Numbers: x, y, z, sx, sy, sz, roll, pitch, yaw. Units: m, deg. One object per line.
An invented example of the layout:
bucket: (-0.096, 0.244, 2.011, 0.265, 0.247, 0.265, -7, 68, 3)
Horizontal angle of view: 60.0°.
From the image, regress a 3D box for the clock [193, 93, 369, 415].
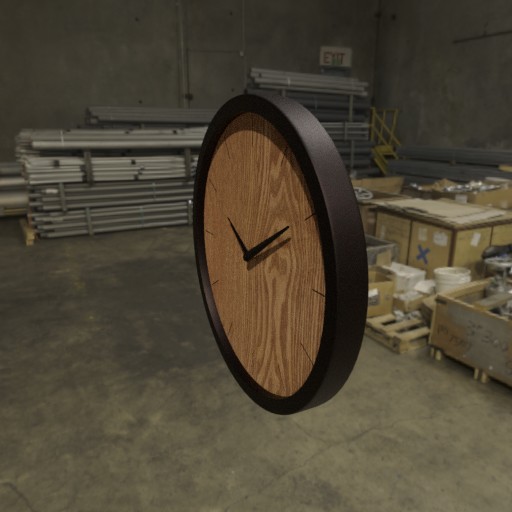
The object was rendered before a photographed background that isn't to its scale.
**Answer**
clock: (0.000, 0.000, 0.457, 0.029, 0.314, 0.314, -8, 18, -26)
